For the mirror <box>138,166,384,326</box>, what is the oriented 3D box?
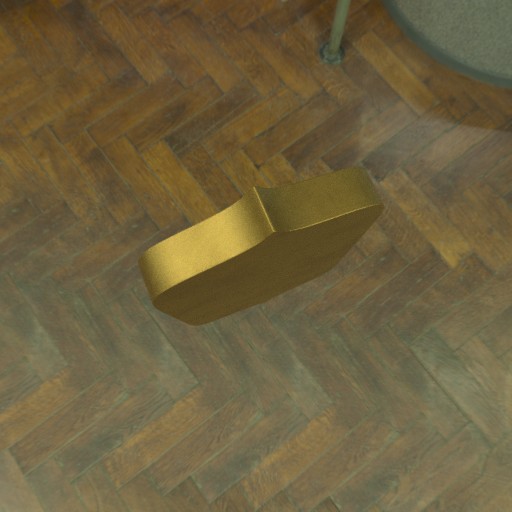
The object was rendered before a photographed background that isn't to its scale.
[{"bbox_3d":[0.000,0.000,0.749,0.323,0.613,0.096,-22,78,-5],"label":"mirror"}]
